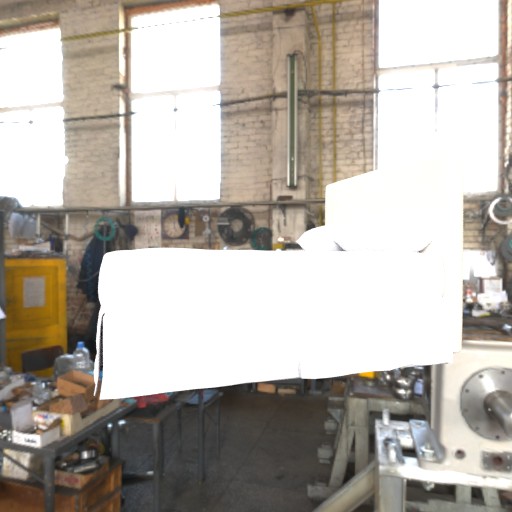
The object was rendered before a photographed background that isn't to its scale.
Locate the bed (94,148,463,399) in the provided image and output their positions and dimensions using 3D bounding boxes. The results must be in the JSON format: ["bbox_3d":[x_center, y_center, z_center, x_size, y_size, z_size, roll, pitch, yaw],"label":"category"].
[{"bbox_3d":[0.000,0.000,3.130,2.142,1.330,1.713,0,1,-18],"label":"bed"}]
